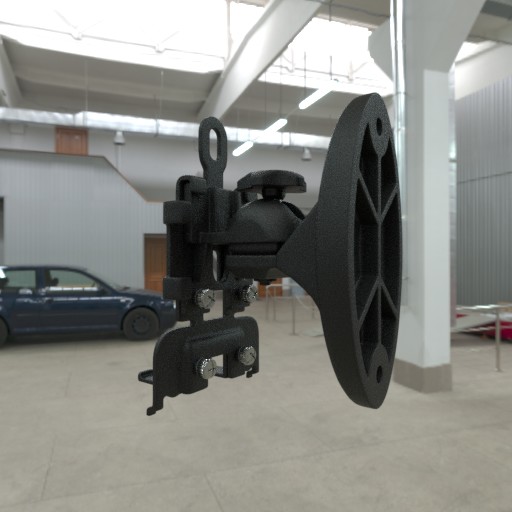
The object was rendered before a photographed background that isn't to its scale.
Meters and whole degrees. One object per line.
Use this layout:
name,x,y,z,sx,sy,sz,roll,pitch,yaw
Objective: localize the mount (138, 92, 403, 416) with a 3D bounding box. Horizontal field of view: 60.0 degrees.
mount,0.000,0.000,0.176,0.100,0.118,0.066,0,0,35
